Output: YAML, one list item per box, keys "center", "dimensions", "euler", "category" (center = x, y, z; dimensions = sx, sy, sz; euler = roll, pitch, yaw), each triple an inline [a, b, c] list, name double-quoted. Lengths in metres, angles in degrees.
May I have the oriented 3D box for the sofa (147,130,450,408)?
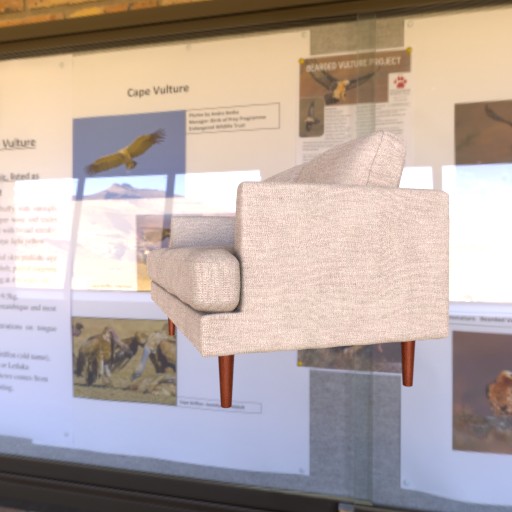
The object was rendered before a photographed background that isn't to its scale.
- center: [0.000, 0.000, 2.108]
  dimensions: [0.903, 0.944, 1.582]
  euler: [0, 1, -19]
  category: "sofa"
